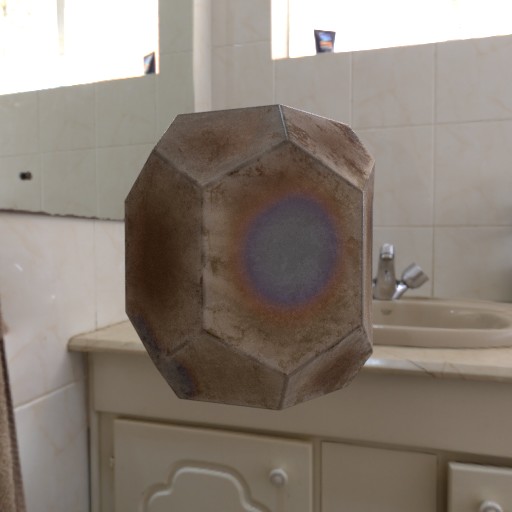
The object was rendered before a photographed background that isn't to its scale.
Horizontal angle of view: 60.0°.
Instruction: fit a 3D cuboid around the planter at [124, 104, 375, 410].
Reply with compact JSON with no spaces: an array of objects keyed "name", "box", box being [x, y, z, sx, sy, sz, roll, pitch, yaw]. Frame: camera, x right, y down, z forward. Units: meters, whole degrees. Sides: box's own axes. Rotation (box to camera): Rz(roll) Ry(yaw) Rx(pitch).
[{"name":"planter","box":[0.000,0.000,0.428,0.221,0.238,0.243,0,1,18]}]
